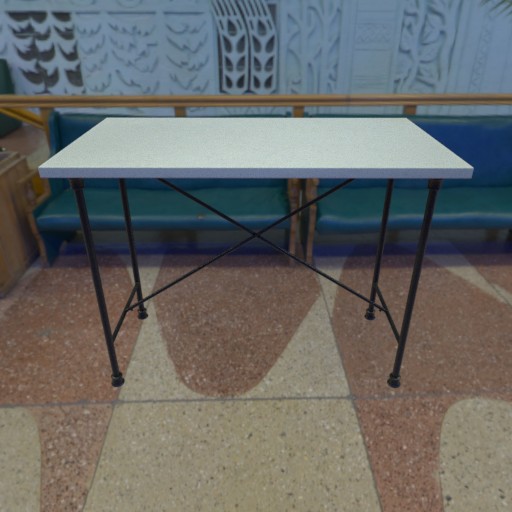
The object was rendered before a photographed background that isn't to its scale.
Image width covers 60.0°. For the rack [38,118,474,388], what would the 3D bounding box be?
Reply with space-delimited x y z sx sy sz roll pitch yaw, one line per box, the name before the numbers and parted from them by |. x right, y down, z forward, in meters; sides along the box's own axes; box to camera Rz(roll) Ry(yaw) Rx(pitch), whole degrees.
rack | 0.000 0.000 1.657 1.159 0.880 0.613 0 29 0
